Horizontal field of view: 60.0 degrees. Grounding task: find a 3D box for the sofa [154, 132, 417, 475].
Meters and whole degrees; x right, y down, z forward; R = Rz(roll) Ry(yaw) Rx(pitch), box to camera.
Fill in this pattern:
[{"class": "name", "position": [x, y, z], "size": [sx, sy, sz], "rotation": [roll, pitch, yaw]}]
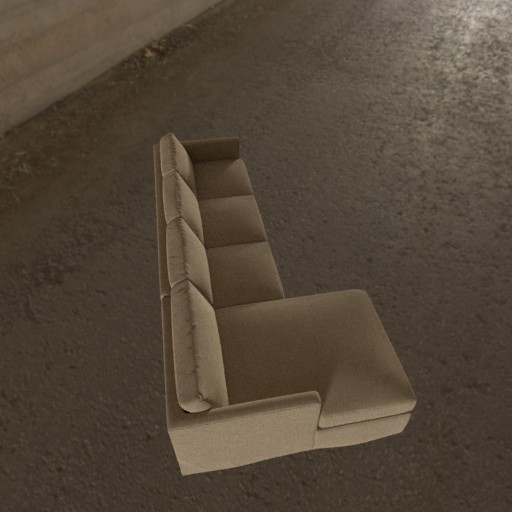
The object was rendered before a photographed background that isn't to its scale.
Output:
[{"class": "sofa", "position": [0.000, 0.000, 3.919], "size": [1.638, 0.920, 3.198], "rotation": [-8, 45, -8]}]
